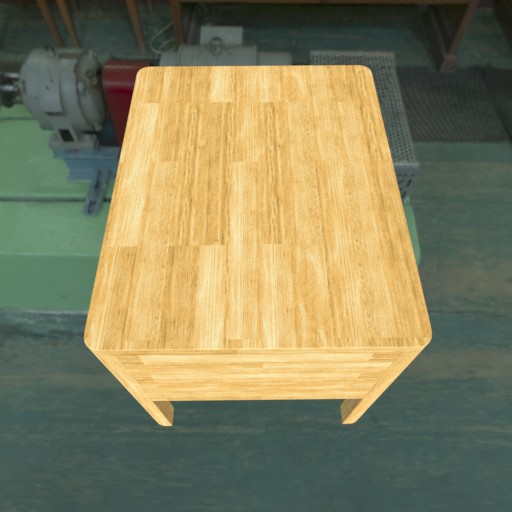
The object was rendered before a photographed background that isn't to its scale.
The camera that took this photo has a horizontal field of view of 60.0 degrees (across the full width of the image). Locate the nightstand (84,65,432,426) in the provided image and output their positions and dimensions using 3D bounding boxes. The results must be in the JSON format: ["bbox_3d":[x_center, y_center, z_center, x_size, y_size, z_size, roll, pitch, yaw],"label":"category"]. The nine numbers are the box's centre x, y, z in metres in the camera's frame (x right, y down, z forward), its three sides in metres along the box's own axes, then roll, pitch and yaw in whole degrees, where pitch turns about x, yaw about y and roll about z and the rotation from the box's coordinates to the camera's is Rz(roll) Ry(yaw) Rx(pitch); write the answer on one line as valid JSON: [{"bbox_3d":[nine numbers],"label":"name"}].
[{"bbox_3d":[0.000,0.000,0.896,0.440,0.470,0.560,-1,58,0],"label":"nightstand"}]
